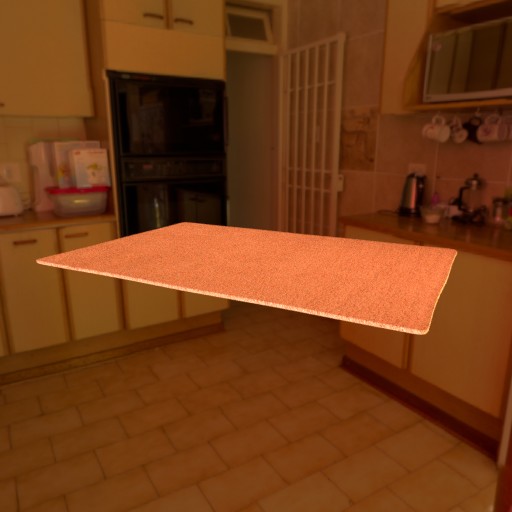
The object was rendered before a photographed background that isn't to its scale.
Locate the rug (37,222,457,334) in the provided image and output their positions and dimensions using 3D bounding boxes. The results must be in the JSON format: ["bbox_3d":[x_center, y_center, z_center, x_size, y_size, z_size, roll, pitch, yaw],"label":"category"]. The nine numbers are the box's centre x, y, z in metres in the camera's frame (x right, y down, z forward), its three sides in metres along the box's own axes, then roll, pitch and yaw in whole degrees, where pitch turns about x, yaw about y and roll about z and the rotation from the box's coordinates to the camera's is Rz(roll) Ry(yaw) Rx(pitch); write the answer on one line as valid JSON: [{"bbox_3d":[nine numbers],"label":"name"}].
[{"bbox_3d":[0.000,0.000,3.385,2.700,0.024,1.801,7,16,27],"label":"rug"}]
